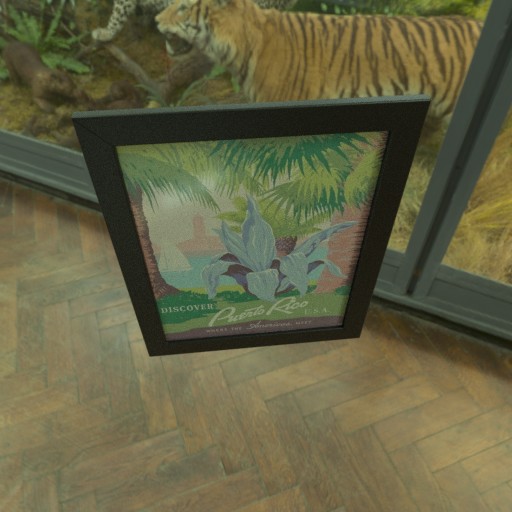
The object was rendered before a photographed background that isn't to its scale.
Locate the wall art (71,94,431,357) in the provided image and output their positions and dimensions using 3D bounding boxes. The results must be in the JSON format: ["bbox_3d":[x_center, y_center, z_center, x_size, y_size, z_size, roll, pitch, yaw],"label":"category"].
[{"bbox_3d":[0.000,0.000,0.803,0.481,0.582,0.018,-4,46,-4],"label":"wall art"}]
